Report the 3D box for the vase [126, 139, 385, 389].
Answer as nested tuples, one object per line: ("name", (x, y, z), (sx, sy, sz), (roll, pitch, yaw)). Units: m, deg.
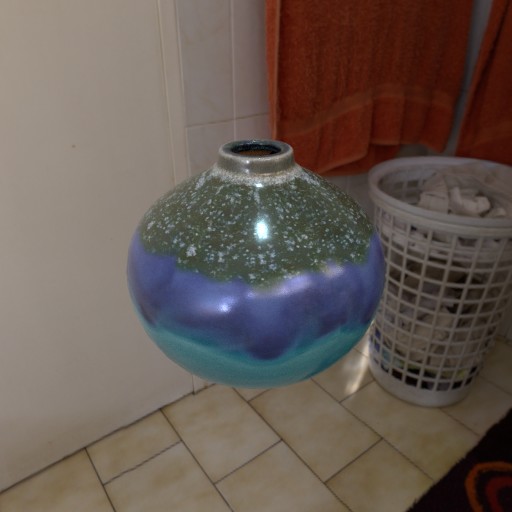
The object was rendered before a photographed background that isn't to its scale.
("vase", (0.000, 0.000, 0.270), (0.154, 0.133, 0.154), (0, 29, 0))
